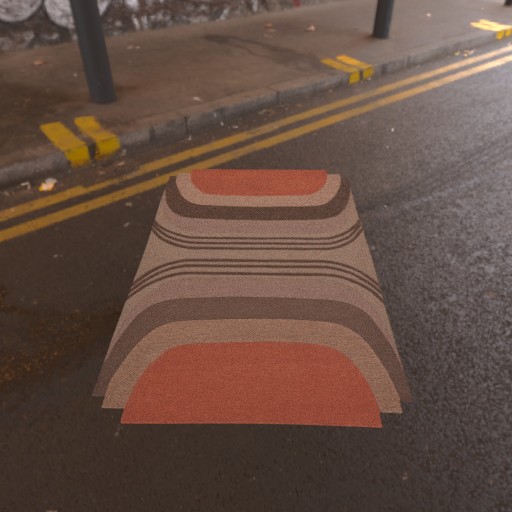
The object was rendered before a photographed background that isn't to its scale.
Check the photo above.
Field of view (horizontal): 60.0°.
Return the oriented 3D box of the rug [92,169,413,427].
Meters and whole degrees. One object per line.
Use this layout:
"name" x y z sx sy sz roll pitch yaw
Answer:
"rug" 0.000 0.000 2.949 1.530 0.017 2.446 1 38 1
